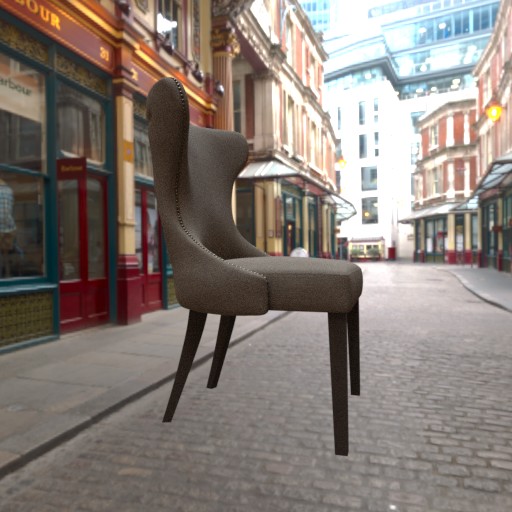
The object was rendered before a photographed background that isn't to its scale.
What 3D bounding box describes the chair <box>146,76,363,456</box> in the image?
[{"bbox_3d":[0.000,0.000,1.400,0.635,0.967,0.628,0,0,17],"label":"chair"}]
